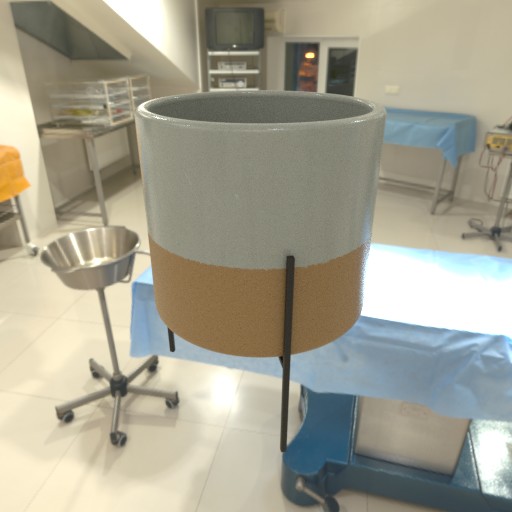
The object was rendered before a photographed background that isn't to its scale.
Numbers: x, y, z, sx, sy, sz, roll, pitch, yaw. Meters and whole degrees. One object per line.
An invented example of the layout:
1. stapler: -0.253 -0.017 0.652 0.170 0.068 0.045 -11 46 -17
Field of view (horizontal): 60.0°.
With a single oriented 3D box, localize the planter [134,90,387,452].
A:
1. planter: 0.000 0.000 0.729 0.360 0.480 0.348 8 28 17
